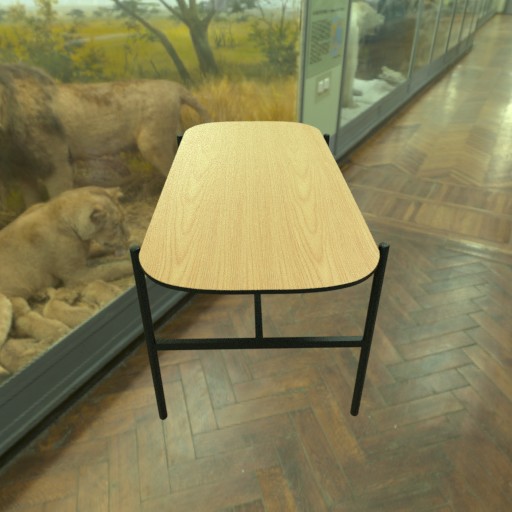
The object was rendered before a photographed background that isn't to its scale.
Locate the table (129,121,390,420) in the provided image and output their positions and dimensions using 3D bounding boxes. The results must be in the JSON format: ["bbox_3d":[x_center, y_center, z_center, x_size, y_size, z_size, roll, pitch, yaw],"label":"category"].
[{"bbox_3d":[0.000,0.000,1.027,0.400,0.400,0.800,-1,32,-1],"label":"table"}]
